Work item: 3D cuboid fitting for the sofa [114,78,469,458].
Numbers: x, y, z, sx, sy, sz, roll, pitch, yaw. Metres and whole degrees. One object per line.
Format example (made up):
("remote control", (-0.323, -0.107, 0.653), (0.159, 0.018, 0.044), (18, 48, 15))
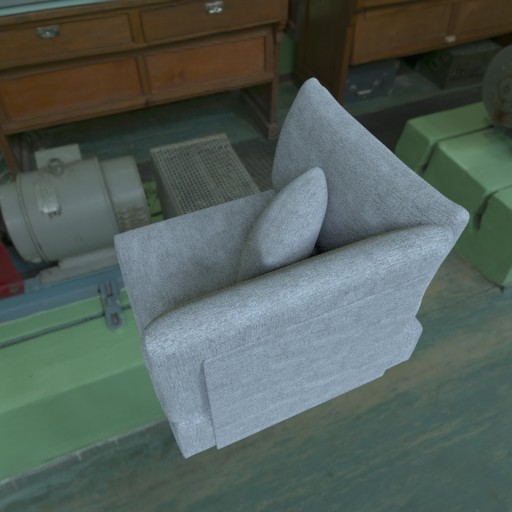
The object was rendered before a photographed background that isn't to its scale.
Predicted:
("sofa", (0.000, 0.000, 1.701), (1.000, 0.820, 1.000), (-18, 50, -16))
